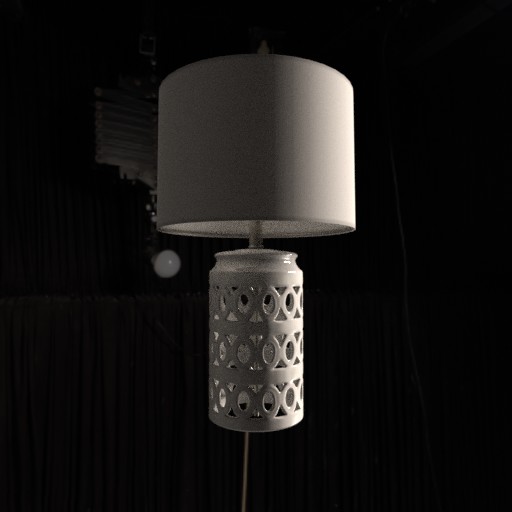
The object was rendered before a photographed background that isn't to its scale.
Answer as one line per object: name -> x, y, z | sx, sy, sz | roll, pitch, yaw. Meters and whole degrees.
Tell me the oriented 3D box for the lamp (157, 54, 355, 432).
lamp -> 0.000, 0.000, 0.705 | 0.310, 0.502, 0.310 | 0, -2, 0
